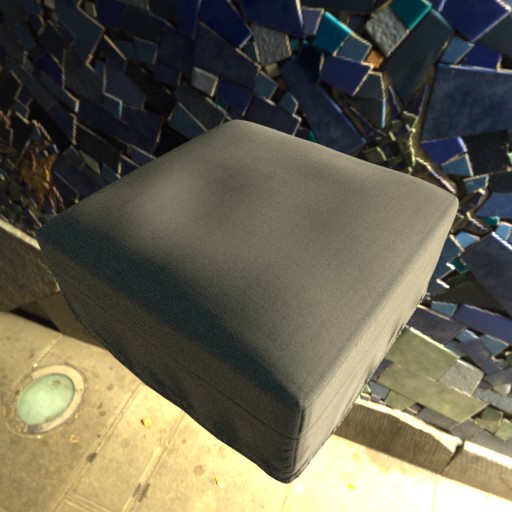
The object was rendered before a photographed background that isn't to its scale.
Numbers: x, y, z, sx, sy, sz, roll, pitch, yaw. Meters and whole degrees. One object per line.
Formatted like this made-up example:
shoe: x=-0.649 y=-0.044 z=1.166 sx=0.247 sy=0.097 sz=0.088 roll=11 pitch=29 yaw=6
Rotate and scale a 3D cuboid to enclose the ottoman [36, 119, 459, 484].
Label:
ottoman: x=0.000 y=0.000 z=1.288 sx=0.843 sy=0.436 sz=0.840 roll=27 pitch=49 yaw=27
